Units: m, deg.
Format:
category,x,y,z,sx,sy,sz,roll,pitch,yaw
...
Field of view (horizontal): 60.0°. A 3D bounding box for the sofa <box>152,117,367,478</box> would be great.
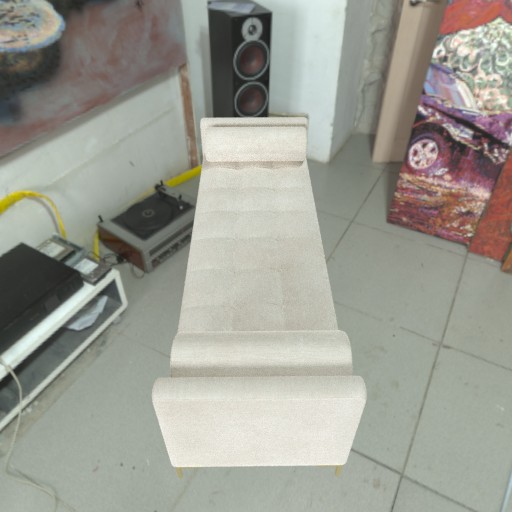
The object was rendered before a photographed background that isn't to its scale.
category,x,y,z,sx,sy,sz,roll,pitch,yaw
sofa,0.000,0.000,2.313,0.686,0.635,1.981,0,42,-1
